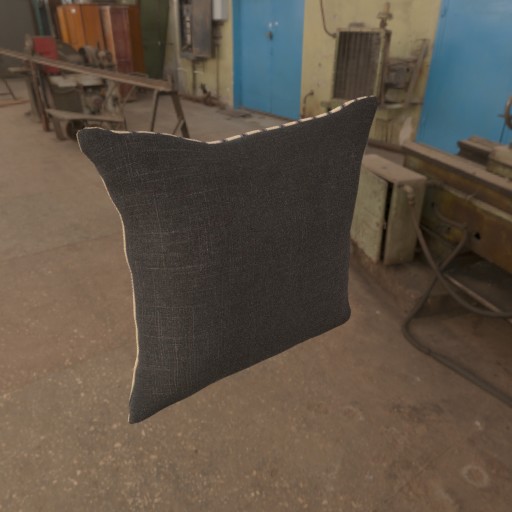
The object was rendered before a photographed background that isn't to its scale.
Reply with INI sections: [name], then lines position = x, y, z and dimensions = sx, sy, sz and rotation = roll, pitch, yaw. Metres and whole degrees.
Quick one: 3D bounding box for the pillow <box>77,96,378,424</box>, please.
[pillow]
position = 0.000, 0.000, 0.688
dimensions = 0.468, 0.444, 0.138
rotation = -18, 33, -30
